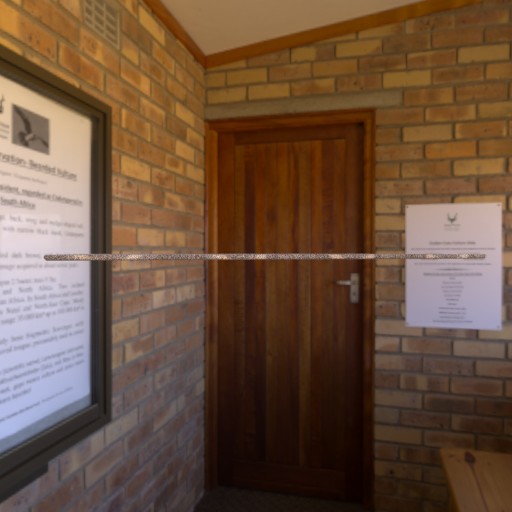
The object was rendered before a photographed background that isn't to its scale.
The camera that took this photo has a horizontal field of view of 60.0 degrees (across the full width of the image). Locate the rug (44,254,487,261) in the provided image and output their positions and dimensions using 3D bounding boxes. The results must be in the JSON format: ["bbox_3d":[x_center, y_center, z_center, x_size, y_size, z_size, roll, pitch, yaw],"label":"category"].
[{"bbox_3d":[0.000,0.000,2.930,2.348,0.025,1.501,0,0,-17],"label":"rug"}]
